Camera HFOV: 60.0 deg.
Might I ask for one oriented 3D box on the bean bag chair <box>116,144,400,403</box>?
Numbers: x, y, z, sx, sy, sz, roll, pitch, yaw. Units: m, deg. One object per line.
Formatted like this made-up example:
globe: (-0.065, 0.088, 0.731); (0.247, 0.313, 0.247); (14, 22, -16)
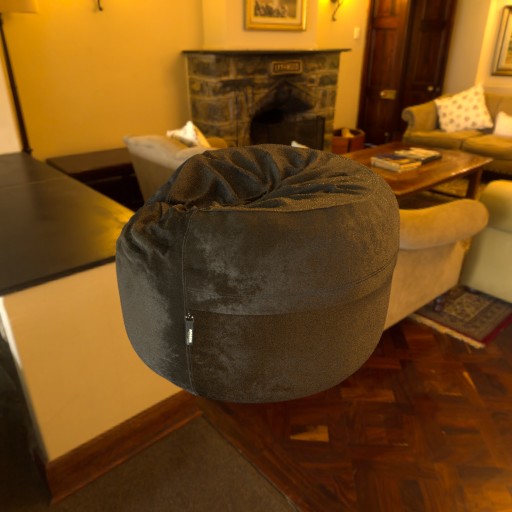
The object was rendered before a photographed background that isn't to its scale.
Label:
bean bag chair: (0.000, 0.000, 1.506); (0.918, 0.605, 0.918); (0, 26, 0)
